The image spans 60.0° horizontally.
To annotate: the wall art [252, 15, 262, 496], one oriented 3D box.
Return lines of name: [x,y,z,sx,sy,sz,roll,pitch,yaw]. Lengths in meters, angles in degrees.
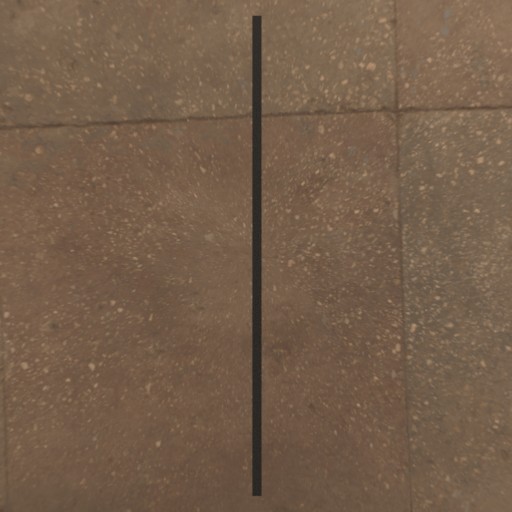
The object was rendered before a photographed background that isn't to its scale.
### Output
wall art: [0.000,0.000,0.842,0.013,0.458,0.664,0,90,0]
